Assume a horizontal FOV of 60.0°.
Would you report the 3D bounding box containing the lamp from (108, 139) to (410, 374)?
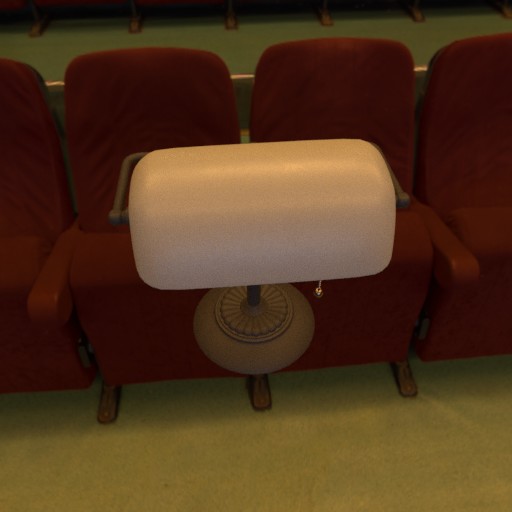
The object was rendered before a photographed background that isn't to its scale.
[{"bbox_3d":[0.000,0.000,0.513,0.264,0.339,0.243,-4,46,-4],"label":"lamp"}]
